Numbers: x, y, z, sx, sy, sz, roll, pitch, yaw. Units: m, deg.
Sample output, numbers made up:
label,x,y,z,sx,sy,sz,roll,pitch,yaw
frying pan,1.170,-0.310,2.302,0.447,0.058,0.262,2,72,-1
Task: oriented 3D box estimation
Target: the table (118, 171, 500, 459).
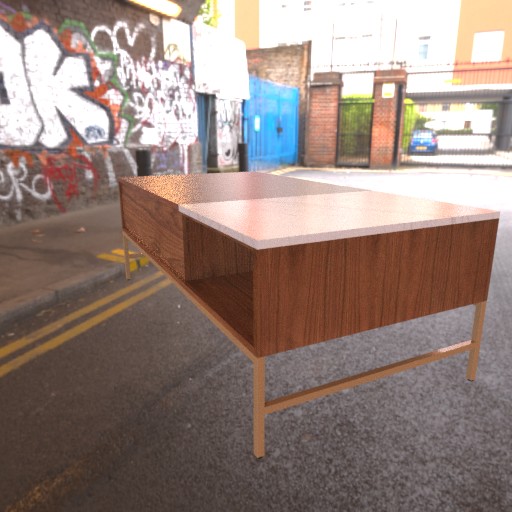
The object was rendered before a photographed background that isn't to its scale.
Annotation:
label,x,y,z,sx,sy,sz,roll,pitch,yaw
table,0.000,0.000,1.846,0.789,0.551,1.553,-8,17,-26
